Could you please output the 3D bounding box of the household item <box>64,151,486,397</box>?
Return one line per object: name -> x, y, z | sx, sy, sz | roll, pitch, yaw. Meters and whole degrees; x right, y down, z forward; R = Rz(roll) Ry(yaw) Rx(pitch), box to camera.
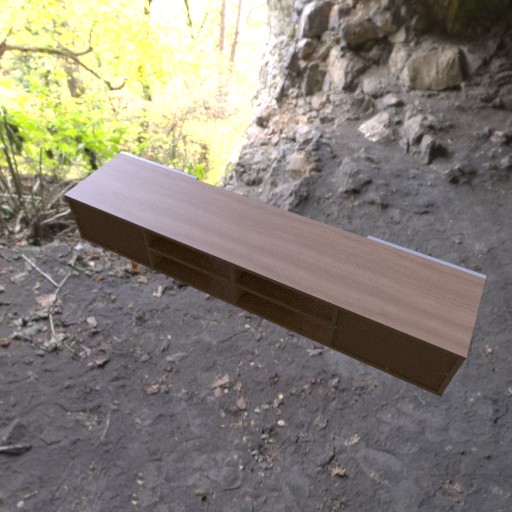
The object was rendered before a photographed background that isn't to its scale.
household item -> 0.000, 0.000, 2.045 | 1.850, 0.310, 0.420 | 21, 50, 19
